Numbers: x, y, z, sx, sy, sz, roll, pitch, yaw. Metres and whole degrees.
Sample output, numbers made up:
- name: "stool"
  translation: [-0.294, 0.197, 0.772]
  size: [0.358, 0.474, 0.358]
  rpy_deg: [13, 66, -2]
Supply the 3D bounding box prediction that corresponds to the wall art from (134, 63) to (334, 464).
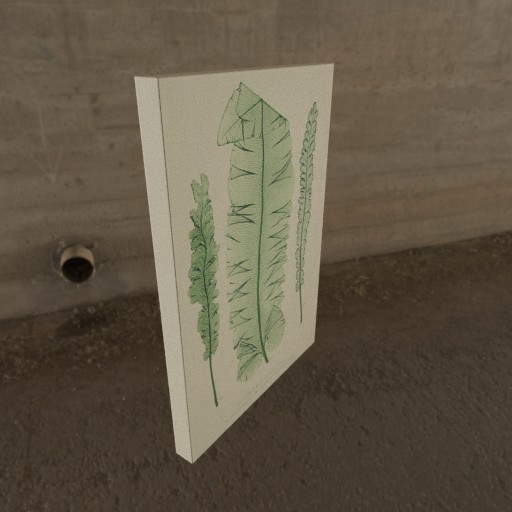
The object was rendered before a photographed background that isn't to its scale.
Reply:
- name: "wall art"
  translation: [0.000, 0.000, 0.780]
  size: [0.038, 0.608, 0.418]
  rpy_deg: [18, 31, 32]
